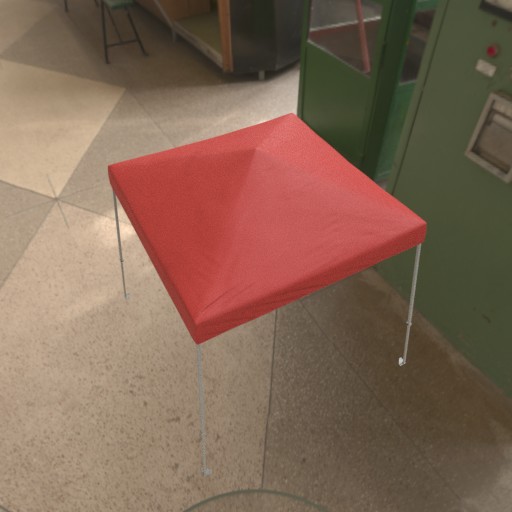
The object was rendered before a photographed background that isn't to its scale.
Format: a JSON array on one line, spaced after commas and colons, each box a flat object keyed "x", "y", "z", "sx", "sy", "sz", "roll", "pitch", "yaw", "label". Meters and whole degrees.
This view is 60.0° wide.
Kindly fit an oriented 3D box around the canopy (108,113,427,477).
[{"x": 0.000, "y": 0.000, "z": 6.426, "sx": 3.600, "sy": 3.600, "sz": 3.599, "roll": -22, "pitch": 50, "yaw": -19, "label": "canopy"}]
